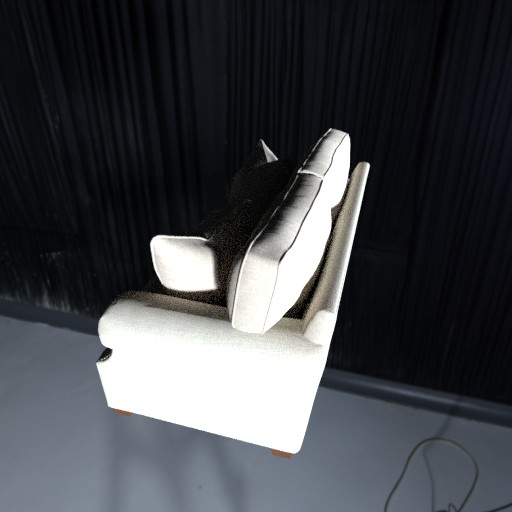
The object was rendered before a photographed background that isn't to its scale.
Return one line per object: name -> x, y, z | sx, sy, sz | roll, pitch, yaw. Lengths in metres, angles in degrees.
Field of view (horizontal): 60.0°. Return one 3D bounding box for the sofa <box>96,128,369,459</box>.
sofa -> 0.000, 0.000, 2.271 | 0.966, 0.966, 1.701 | 8, 31, 14
